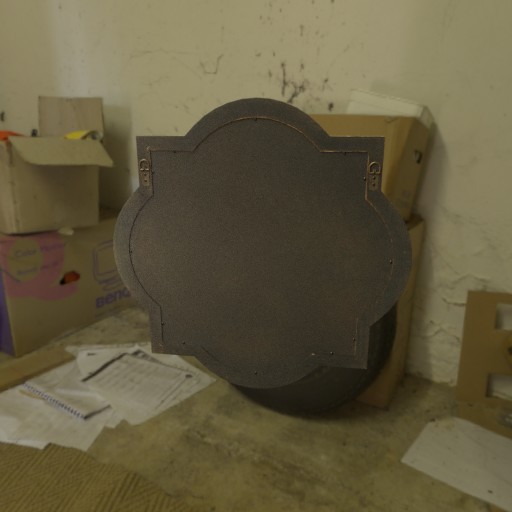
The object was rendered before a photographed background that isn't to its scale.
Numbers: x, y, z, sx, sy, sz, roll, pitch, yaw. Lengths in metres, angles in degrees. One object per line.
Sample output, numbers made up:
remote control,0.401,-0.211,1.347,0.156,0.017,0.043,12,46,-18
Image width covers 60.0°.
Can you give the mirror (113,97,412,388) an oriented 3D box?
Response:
mirror,0.000,0.000,1.044,0.686,0.686,0.019,2,16,8
